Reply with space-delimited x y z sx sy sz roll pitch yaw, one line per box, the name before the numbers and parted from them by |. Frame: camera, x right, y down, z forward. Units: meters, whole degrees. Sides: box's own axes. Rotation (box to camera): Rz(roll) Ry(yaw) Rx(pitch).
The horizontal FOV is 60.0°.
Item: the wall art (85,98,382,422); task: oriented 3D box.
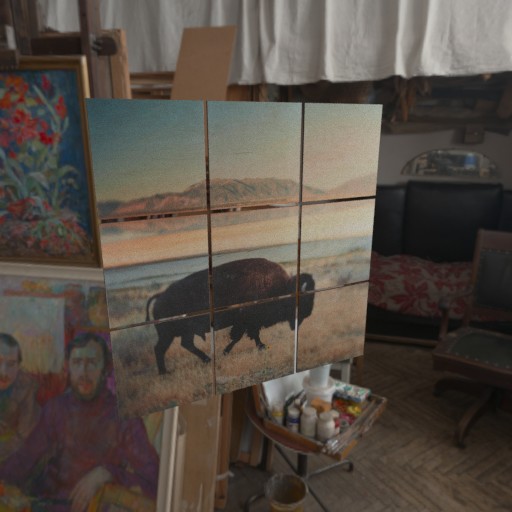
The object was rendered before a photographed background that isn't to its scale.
wall art | 0.000 0.000 2.330 1.533 1.532 0.019 -8 19 -25
